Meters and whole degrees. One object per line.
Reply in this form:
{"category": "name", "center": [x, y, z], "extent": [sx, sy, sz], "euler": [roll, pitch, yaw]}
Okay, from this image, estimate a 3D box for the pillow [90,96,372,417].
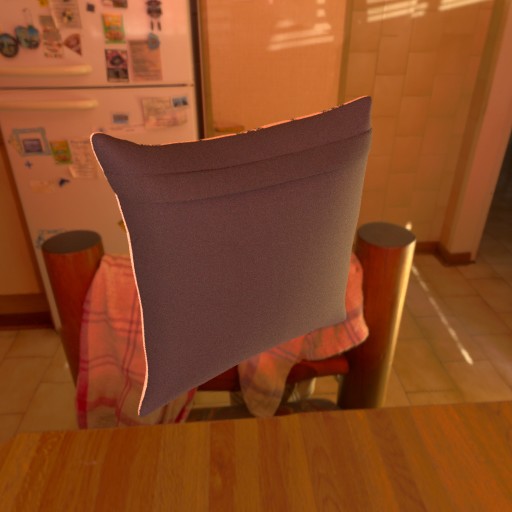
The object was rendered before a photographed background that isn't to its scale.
{"category": "pillow", "center": [0.000, 0.000, 0.639], "extent": [0.405, 0.406, 0.173], "euler": [-18, 34, -29]}
